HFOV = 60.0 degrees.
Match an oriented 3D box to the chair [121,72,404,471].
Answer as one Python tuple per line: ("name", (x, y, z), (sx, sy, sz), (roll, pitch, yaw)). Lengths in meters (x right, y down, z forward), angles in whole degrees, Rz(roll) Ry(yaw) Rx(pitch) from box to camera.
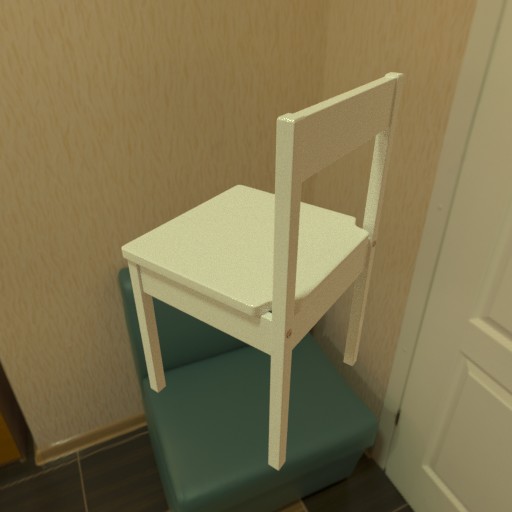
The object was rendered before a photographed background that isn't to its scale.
("chair", (0.000, 0.000, 0.883), (0.361, 0.668, 0.367), (21, 37, 29))
